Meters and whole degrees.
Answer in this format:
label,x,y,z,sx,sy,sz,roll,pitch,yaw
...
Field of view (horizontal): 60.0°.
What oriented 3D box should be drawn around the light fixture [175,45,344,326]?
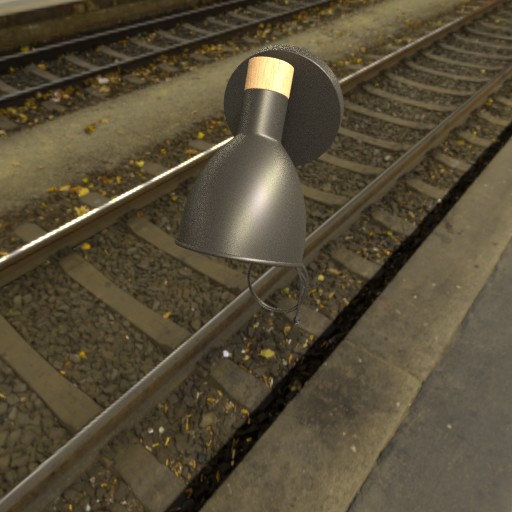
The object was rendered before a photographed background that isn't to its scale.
label,x,y,z,sx,sy,sz,roll,pitch,yaw
light fixture,0.000,0.000,0.489,0.127,0.401,0.203,12,42,13
